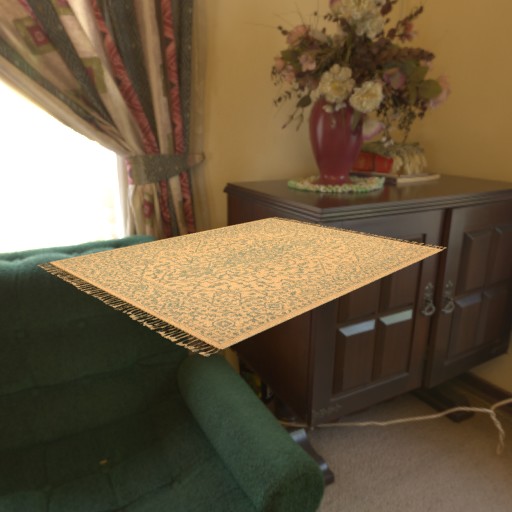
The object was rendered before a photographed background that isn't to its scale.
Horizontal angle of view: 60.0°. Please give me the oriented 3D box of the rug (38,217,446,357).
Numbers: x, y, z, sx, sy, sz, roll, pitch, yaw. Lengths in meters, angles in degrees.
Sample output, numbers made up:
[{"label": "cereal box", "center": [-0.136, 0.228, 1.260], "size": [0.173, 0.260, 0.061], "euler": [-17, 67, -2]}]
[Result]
[{"label": "rug", "center": [0.000, 0.000, 4.382], "size": [2.464, 0.010, 3.327], "euler": [15, 22, 42]}]
